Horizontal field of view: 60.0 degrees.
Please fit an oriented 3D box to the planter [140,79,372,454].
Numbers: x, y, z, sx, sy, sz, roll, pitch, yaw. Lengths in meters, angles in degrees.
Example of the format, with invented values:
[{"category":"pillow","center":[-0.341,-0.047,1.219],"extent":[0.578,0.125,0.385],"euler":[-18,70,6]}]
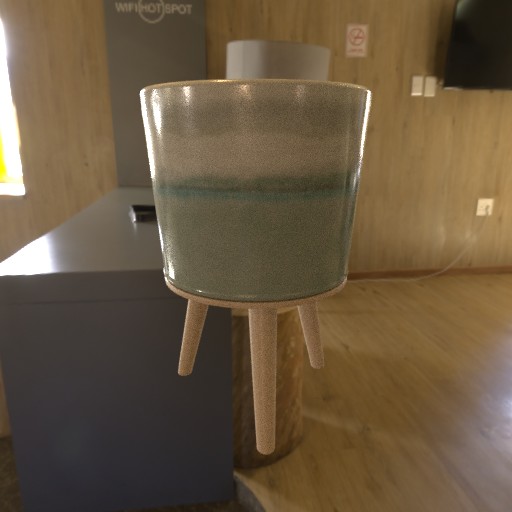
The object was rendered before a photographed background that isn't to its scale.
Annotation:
[{"category":"planter","center":[0.000,0.000,0.576],"extent":[0.265,0.404,0.265],"euler":[2,16,7]}]
